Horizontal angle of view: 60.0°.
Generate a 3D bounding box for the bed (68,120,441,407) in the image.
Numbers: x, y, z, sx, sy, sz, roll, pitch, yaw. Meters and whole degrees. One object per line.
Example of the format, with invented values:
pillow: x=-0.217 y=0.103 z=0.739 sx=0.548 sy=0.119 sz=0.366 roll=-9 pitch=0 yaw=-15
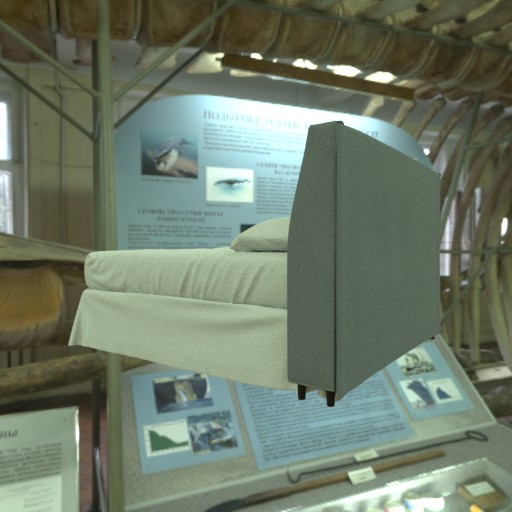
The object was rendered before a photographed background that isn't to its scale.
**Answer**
bed: x=0.000 y=0.000 z=3.408 sx=2.276 sy=1.332 sz=1.925 roll=1 pitch=2 yaw=36
